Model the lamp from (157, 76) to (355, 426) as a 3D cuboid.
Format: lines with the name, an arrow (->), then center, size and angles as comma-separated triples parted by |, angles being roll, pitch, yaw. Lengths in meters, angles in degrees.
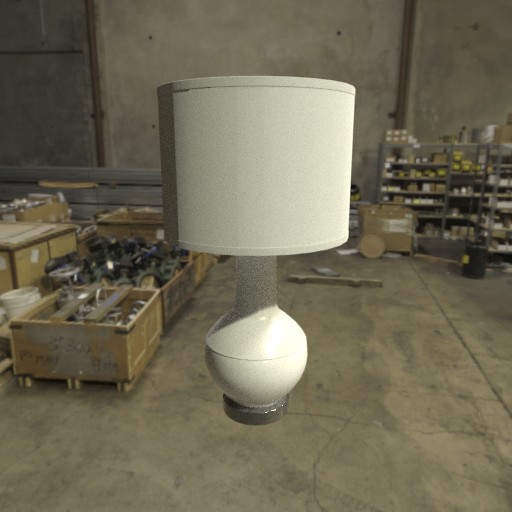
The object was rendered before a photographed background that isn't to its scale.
lamp -> 0.000, 0.000, 0.885 | 0.357, 0.673, 0.357 | 2, 14, 9
